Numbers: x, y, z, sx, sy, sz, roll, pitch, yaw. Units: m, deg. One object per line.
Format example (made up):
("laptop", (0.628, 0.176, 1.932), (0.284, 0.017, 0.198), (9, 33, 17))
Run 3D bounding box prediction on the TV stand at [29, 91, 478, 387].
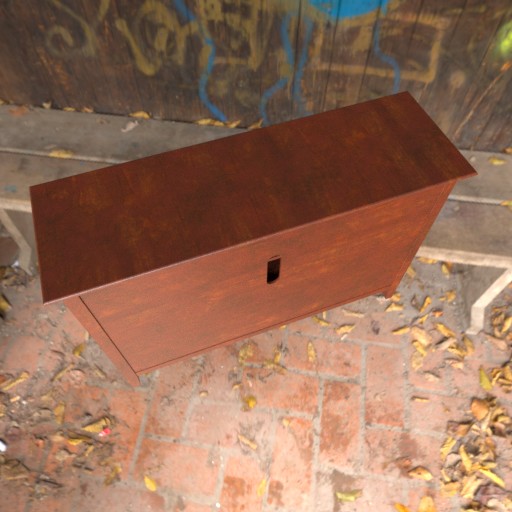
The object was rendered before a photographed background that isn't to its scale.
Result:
("TV stand", (0.000, 0.000, 1.802), (1.372, 0.915, 0.445), (-17, 59, -11))
